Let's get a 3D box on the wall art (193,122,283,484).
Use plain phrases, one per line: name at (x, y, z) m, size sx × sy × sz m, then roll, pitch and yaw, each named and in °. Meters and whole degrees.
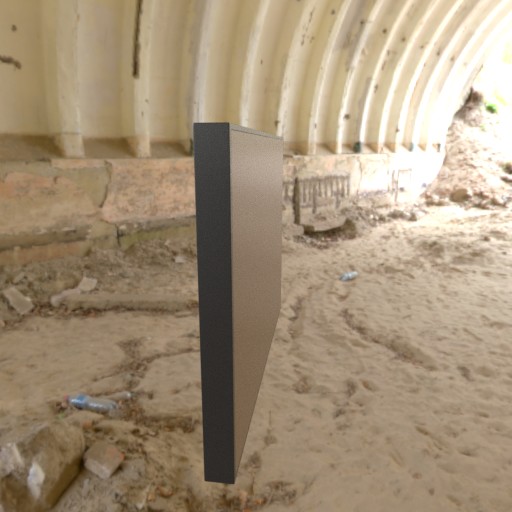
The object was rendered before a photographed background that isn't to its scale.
wall art at (0.000, 0.000, 1.196) m, size 0.058 × 0.640 × 0.939 m, roll 2°, pitch 14°, yaw 8°
